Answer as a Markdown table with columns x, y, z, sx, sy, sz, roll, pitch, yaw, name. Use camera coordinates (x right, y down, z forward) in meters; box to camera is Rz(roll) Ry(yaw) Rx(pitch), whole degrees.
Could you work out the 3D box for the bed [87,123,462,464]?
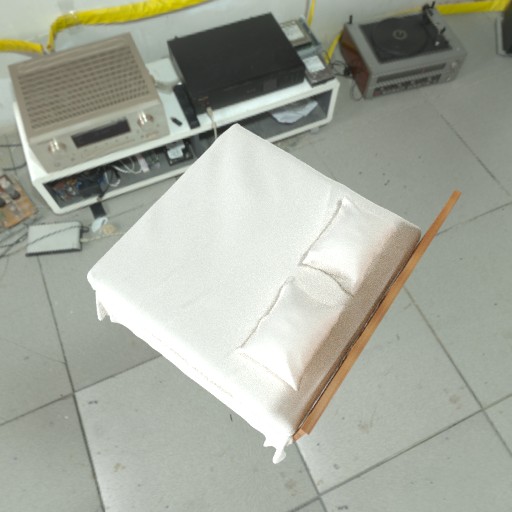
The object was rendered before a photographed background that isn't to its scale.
| x | y | z | sx | sy | sz | roll | pitch | yaw | name |
| --- | --- | --- | --- | --- | --- | --- | --- | --- | --- |
| 0.000 | 0.000 | 3.660 | 2.215 | 1.270 | 2.317 | 33 | 69 | 15 | bed |
